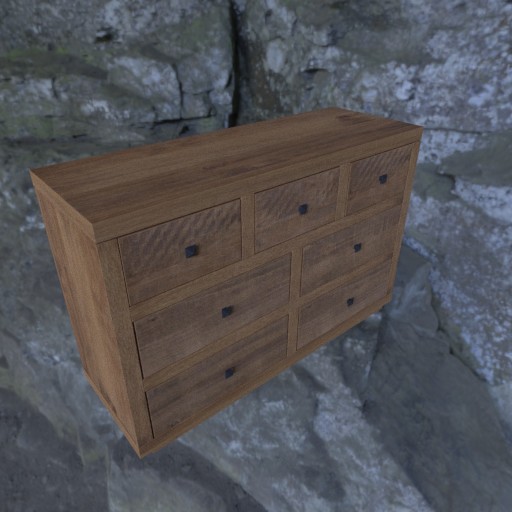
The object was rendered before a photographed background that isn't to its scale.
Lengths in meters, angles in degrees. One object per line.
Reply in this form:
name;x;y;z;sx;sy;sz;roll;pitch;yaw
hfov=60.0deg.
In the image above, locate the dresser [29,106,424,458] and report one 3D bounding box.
dresser;0.000;0.000;1.635;1.261;0.825;0.479;-23;38;-33
